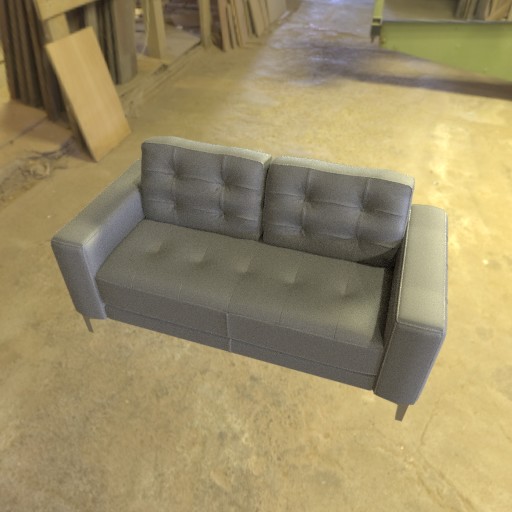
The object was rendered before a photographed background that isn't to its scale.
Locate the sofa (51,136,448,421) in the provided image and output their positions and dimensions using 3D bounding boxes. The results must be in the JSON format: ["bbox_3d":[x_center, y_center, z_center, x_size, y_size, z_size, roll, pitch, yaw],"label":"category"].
[{"bbox_3d":[0.000,0.000,2.184,1.726,0.893,0.833,12,42,14],"label":"sofa"}]
